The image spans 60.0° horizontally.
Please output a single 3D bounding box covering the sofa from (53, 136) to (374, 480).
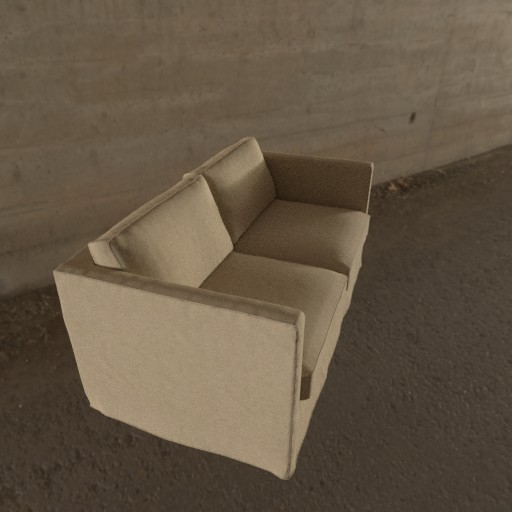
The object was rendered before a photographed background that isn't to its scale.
[{"bbox_3d":[0.000,0.000,2.272,0.962,0.835,1.719,10,31,18],"label":"sofa"}]
